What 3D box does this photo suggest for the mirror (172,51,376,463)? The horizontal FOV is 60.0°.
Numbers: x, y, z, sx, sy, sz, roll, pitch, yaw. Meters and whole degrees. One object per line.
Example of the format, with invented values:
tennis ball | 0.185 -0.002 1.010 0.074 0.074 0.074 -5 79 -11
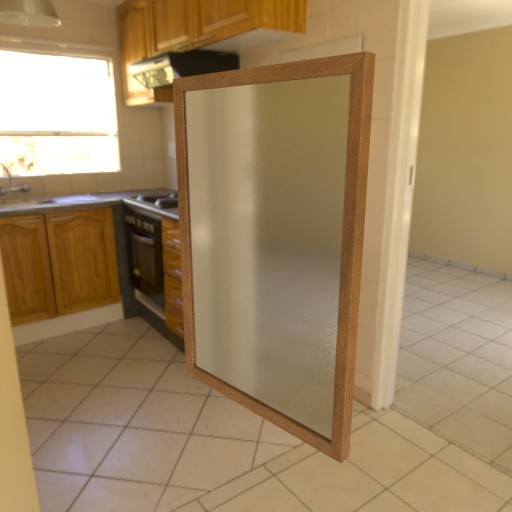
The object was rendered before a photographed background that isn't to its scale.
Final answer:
mirror | 0.000 0.000 1.165 0.609 0.915 0.040 14 21 42
